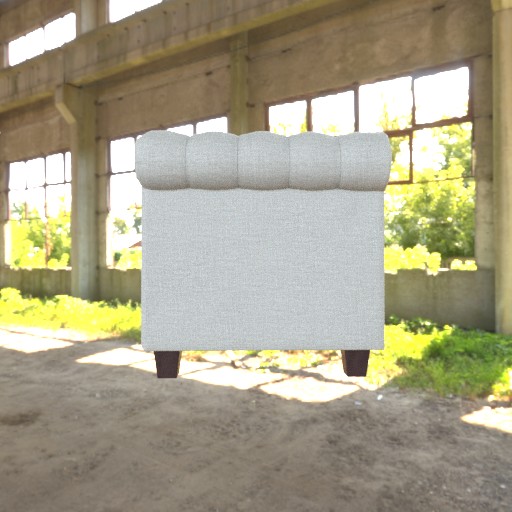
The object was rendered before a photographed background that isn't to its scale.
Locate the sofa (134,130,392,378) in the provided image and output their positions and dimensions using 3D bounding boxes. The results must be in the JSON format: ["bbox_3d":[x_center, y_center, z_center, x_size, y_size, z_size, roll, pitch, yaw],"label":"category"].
[{"bbox_3d":[0.000,0.000,2.200,0.783,0.797,1.798,0,0,-2],"label":"sofa"}]
